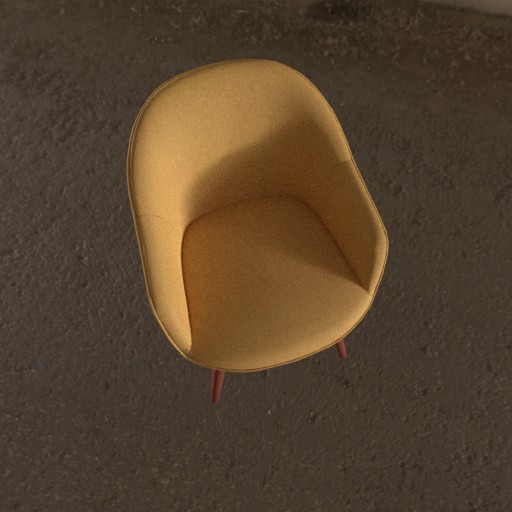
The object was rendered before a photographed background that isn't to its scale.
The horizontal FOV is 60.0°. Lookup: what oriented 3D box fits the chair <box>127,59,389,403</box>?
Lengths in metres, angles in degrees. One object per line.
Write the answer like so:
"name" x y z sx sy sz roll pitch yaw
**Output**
"chair" 0.000 0.000 1.267 0.596 0.823 0.635 -16 63 -9
